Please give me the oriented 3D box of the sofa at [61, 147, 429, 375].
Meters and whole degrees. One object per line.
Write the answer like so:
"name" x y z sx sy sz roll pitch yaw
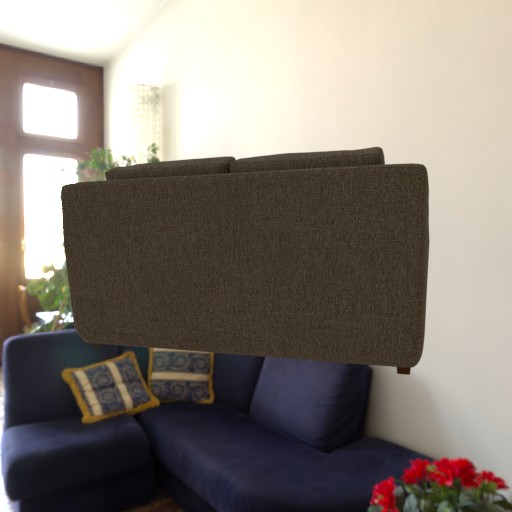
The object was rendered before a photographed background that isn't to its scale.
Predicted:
"sofa" 0.000 0.000 2.476 1.778 0.991 1.120 0 1 18
